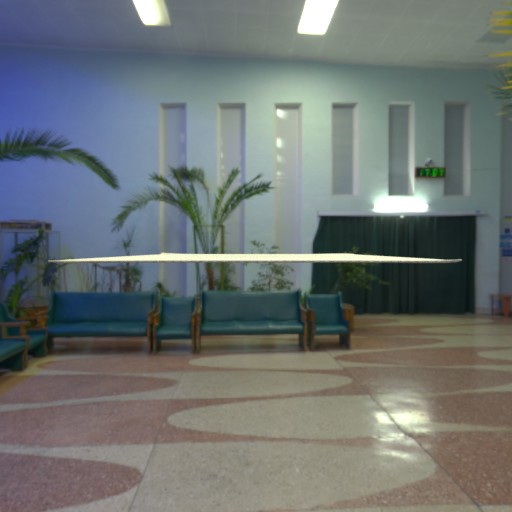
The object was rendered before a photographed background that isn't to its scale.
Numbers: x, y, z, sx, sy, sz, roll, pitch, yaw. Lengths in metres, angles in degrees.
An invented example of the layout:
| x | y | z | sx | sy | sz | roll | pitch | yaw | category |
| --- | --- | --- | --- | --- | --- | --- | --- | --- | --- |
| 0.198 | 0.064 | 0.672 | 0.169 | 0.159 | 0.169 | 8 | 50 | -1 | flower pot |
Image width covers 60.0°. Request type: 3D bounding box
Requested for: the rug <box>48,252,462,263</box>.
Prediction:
| x | y | z | sx | sy | sz | roll | pitch | yaw | category |
| --- | --- | --- | --- | --- | --- | --- | --- | --- | --- |
| 0.000 | 0.000 | 3.872 | 2.277 | 0.035 | 2.897 | 0 | 1 | 0 | rug |
